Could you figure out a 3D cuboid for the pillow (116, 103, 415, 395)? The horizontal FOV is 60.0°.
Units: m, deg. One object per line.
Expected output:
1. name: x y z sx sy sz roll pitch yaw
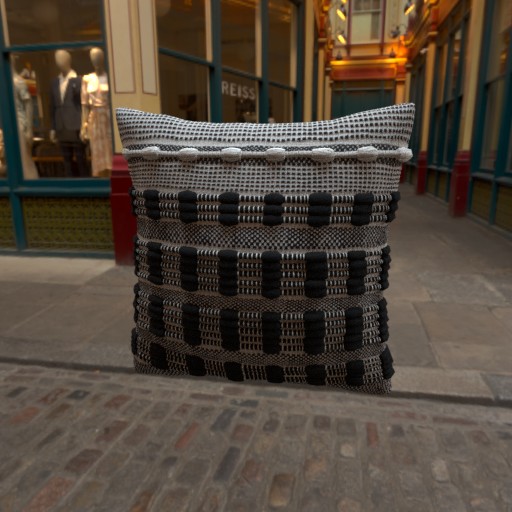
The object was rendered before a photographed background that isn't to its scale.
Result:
1. pillow: 0.000 0.000 0.676 0.436 0.438 0.156 2 14 9
